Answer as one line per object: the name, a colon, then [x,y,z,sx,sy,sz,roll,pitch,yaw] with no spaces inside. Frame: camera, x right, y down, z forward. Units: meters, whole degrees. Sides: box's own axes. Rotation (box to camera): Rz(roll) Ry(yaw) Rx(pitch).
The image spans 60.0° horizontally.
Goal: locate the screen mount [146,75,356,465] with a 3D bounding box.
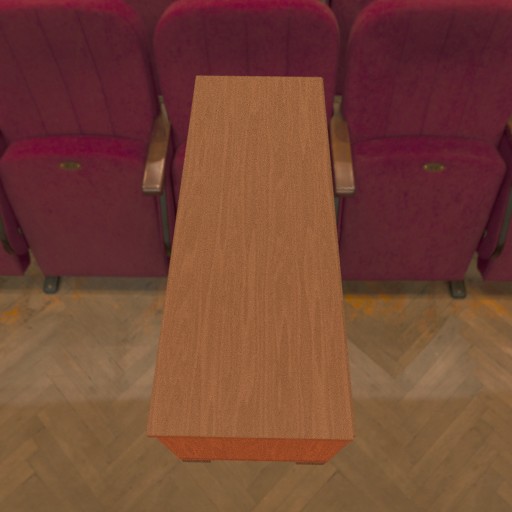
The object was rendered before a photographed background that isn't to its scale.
screen mount: [0.000,0.000,1.319,0.406,0.432,1.084,1,59,1]
